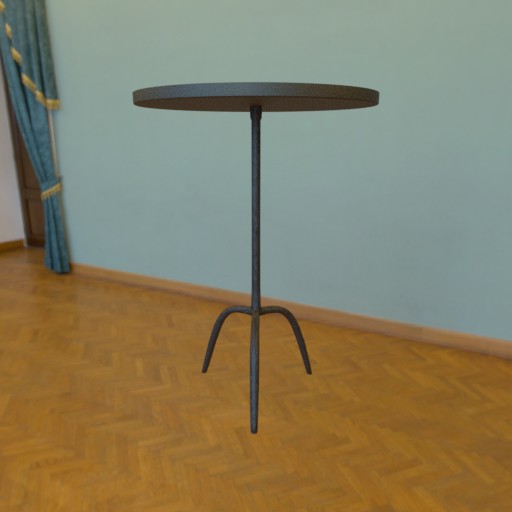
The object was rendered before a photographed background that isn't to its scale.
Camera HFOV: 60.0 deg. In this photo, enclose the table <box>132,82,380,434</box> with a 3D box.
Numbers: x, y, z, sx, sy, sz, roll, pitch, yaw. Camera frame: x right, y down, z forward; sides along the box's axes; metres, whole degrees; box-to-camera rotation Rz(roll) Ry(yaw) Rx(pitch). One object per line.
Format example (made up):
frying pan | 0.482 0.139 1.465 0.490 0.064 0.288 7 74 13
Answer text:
table | 0.000 0.000 1.025 0.502 0.700 0.502 7 17 24
